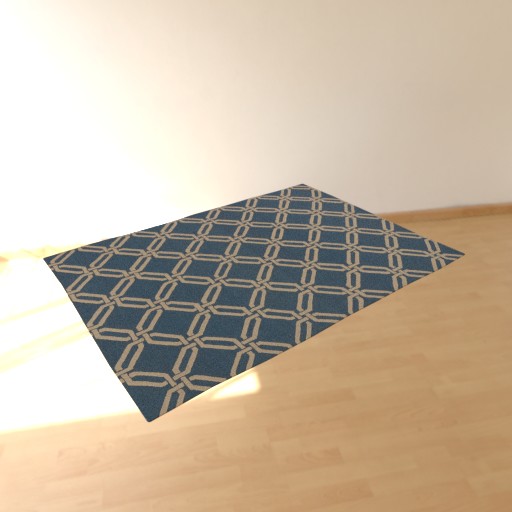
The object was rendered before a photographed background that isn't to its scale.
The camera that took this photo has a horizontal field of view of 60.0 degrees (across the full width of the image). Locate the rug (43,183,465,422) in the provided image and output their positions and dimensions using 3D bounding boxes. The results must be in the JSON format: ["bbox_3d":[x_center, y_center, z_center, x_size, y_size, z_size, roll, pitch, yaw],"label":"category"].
[{"bbox_3d":[0.000,0.000,2.721,2.135,0.013,1.524,-20,36,-31],"label":"rug"}]
